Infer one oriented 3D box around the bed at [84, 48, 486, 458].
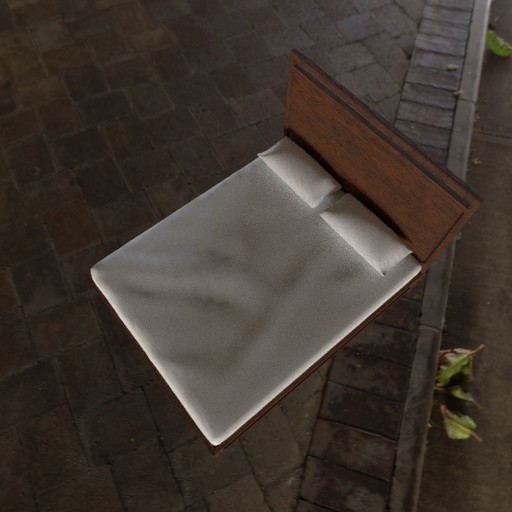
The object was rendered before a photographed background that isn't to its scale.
[{"bbox_3d":[0.000,0.000,3.384,2.218,1.487,1.765,-36,69,-16],"label":"bed"}]
